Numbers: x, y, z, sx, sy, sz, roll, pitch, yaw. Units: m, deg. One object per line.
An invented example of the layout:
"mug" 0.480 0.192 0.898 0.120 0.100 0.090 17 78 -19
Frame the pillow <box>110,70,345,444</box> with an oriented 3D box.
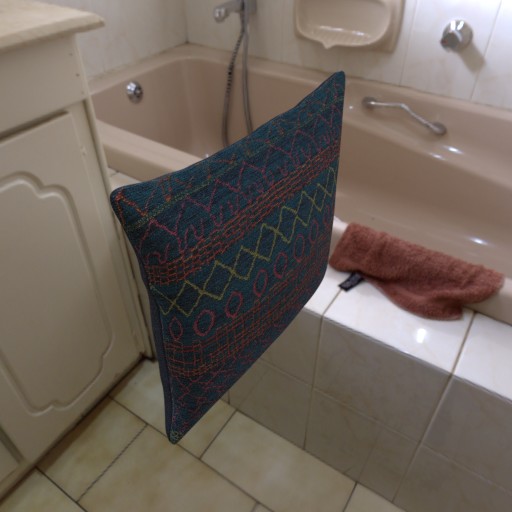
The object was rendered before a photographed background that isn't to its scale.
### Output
"pillow" 0.000 0.000 0.647 0.141 0.431 0.431 25 46 27
